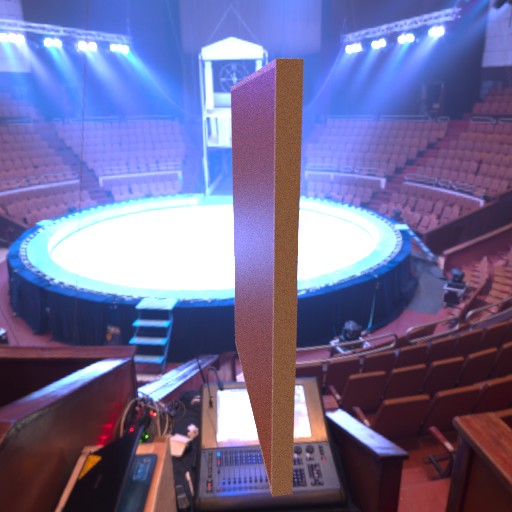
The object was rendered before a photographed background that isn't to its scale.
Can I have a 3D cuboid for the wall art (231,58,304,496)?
[{"bbox_3d":[0.000,0.000,0.733,0.030,0.549,0.443,-3,17,-9],"label":"wall art"}]
